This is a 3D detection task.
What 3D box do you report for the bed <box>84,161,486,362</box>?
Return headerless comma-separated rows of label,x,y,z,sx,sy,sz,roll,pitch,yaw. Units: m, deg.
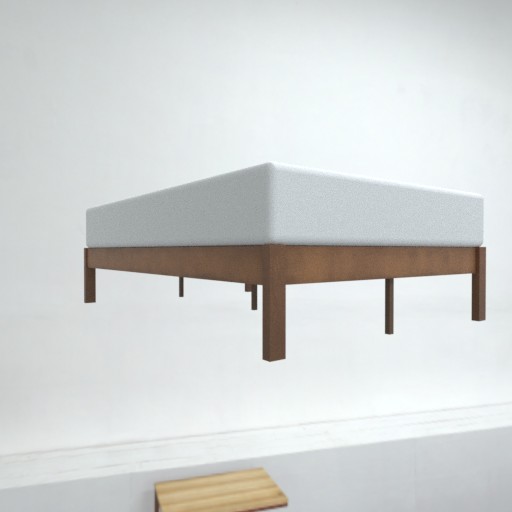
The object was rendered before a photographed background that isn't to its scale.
bed,0.000,0.000,2.518,1.348,0.616,1.927,-1,1,-37
